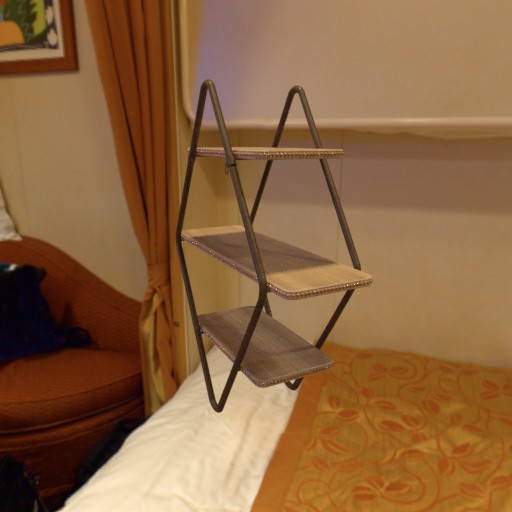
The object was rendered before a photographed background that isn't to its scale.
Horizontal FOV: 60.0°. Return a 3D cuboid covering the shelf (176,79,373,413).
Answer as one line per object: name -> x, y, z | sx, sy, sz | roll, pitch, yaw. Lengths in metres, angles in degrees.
shelf -> 0.000, 0.000, 1.053 | 0.234, 0.774, 0.609 | -7, 16, -27
